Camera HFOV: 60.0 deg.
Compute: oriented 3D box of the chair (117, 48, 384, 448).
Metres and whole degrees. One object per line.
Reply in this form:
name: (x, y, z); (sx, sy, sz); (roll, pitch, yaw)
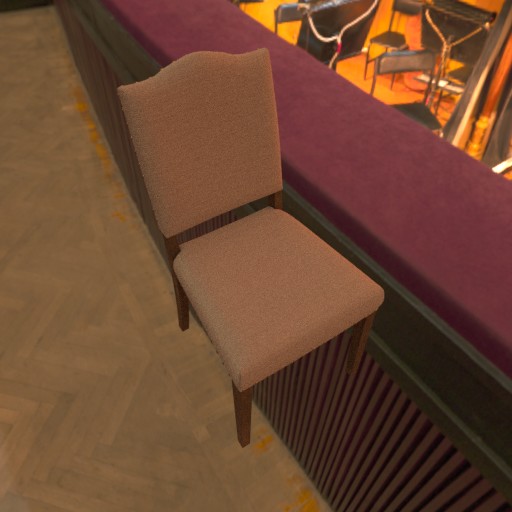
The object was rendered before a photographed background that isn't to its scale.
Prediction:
chair: (0.000, 0.000, 1.342); (0.508, 1.020, 0.620); (-26, 52, -22)
